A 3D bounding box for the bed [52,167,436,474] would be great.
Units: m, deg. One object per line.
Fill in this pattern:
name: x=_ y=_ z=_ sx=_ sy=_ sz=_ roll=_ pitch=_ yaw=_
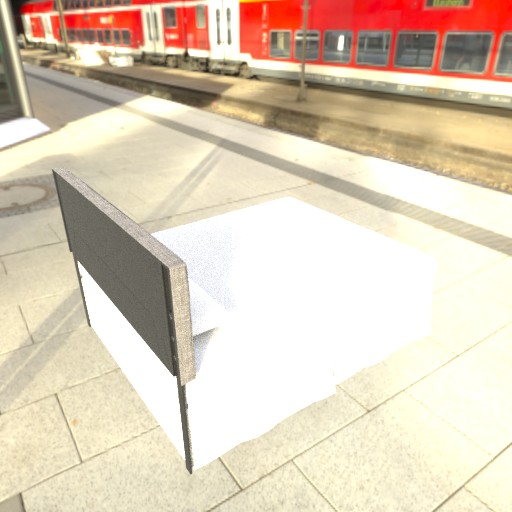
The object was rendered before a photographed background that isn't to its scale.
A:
bed: x=0.000 y=0.000 z=2.951 sx=1.958 sy=1.168 sz=1.621 roll=-19 pitch=33 yaw=-32
